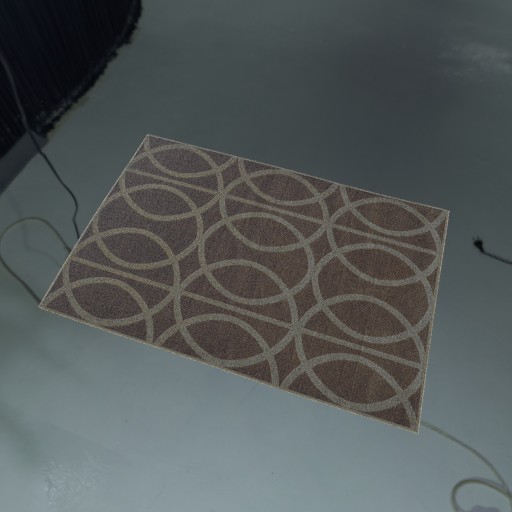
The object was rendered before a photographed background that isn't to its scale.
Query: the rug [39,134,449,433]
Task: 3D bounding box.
[{"bbox_3d":[0.000,0.000,2.858,2.290,0.014,1.526,16,61,9],"label":"rug"}]
